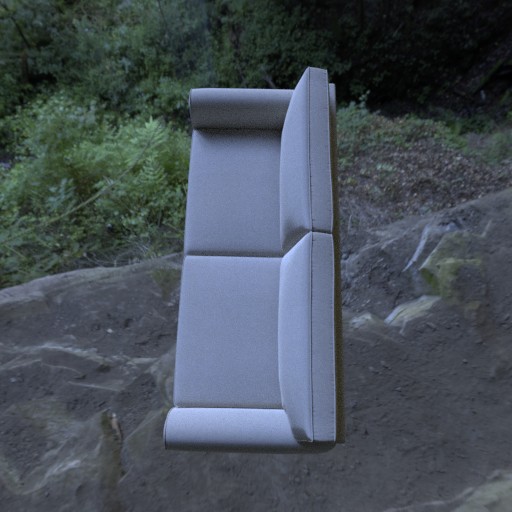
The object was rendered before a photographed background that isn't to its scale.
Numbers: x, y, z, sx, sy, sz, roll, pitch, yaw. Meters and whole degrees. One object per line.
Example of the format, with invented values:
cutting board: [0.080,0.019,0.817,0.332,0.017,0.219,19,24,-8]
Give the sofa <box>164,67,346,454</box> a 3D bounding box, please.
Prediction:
sofa: [0.000,0.000,2.643,0.901,0.962,2.146,1,74,0]
